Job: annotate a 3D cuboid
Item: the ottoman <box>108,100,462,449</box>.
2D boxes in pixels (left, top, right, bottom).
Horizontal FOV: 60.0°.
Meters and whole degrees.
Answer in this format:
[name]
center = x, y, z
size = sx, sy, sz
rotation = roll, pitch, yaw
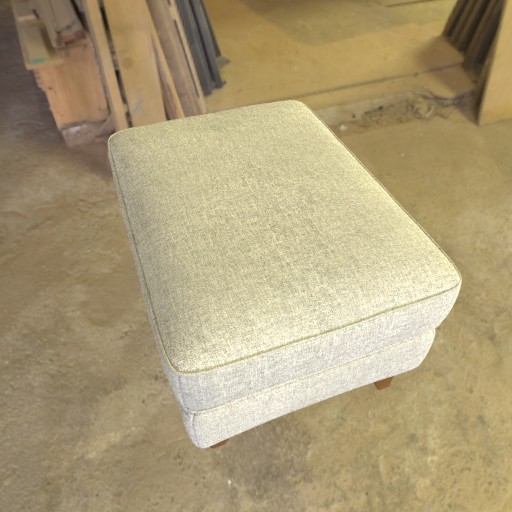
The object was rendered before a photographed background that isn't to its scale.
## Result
[ottoman]
center = 0.000, 0.000, 1.287
size = 0.661, 0.561, 0.889
rotation = -15, 48, -14
